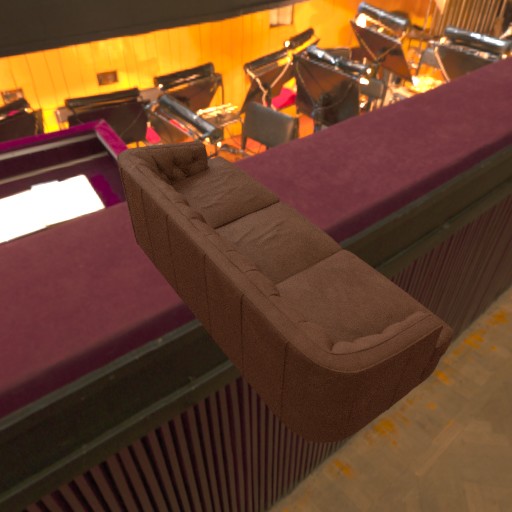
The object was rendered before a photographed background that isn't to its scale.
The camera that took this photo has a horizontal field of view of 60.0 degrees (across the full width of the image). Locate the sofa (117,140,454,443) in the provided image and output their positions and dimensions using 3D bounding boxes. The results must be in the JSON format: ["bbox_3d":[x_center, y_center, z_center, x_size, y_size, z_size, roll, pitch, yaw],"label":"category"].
[{"bbox_3d":[0.000,0.000,2.709,0.927,0.787,2.227,-25,47,-26],"label":"sofa"}]
